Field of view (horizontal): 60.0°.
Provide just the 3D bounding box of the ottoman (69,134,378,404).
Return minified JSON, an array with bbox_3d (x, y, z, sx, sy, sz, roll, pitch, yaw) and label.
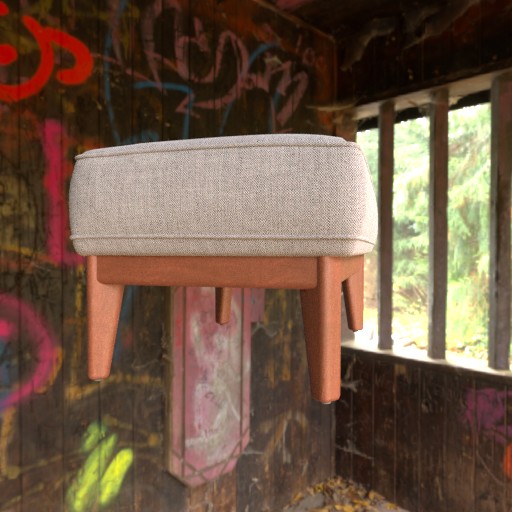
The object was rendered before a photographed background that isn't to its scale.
[{"bbox_3d":[0.000,0.000,1.072,0.555,0.458,0.750,0,1,17],"label":"ottoman"}]
